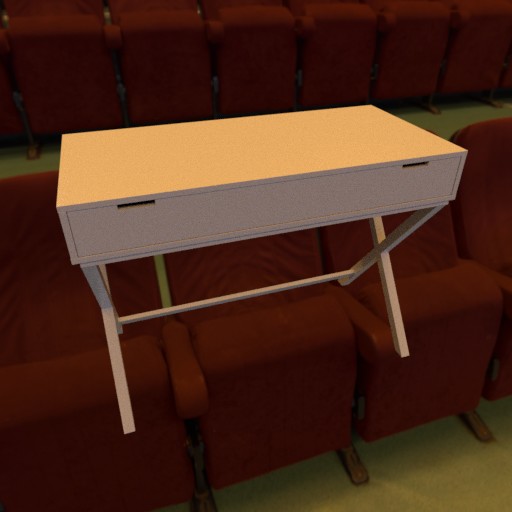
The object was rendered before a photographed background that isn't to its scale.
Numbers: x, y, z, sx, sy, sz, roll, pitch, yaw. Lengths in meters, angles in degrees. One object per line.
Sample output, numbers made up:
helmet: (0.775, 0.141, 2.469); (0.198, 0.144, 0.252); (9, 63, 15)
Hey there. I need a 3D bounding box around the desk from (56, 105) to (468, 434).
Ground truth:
desk: (0.000, 0.000, 1.486); (1.059, 0.780, 0.509); (-10, 35, -15)
